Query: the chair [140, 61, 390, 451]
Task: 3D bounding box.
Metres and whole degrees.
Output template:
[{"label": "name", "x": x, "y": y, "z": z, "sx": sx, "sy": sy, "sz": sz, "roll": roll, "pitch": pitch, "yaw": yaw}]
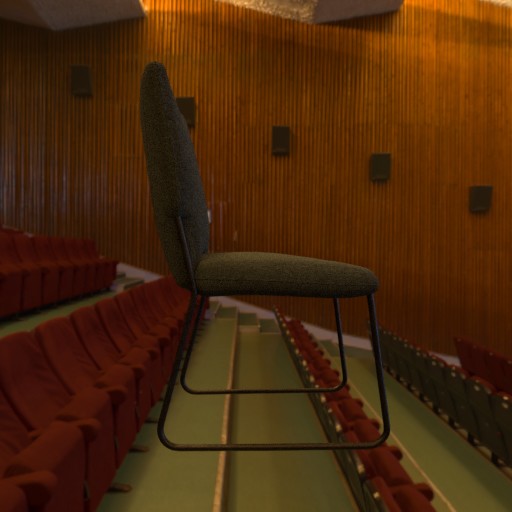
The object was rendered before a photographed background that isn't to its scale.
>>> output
[{"label": "chair", "x": 0.000, "y": 0.000, "z": 1.271, "sx": 0.635, "sy": 0.931, "sz": 0.480, "roll": 0, "pitch": 1, "yaw": -2}]
